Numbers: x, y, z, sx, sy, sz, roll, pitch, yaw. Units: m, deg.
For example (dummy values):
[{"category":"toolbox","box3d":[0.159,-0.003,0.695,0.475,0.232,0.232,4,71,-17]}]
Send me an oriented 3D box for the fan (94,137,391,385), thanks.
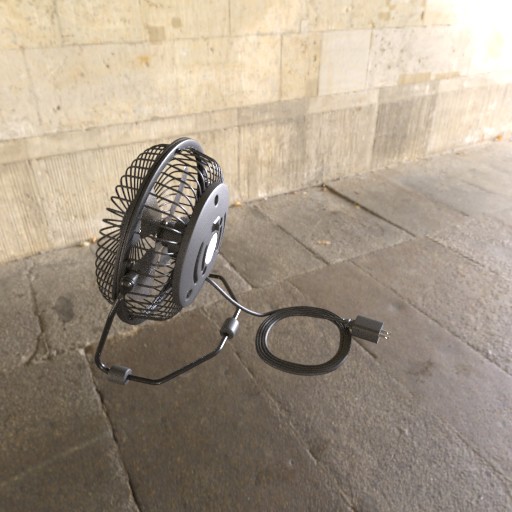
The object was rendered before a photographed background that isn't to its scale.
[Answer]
[{"category":"fan","box3d":[0.000,0.000,0.307,0.202,0.152,0.153,8,32,13]}]
